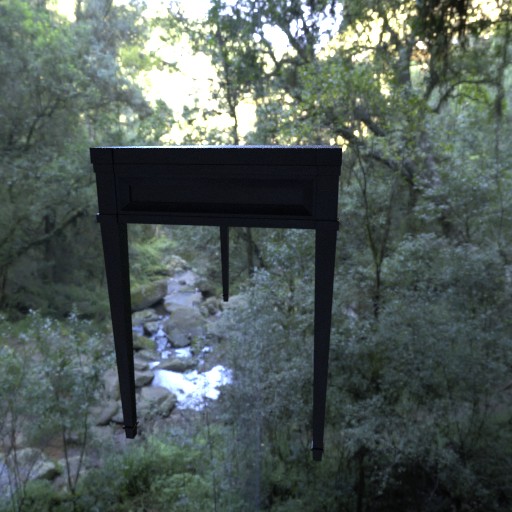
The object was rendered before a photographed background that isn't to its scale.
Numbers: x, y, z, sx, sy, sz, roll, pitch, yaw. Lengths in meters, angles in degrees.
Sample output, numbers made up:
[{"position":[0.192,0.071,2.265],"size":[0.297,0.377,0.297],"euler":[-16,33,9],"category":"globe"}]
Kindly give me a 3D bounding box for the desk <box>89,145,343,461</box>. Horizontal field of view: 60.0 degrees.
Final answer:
[{"position":[0.000,0.000,1.787],"size":[0.630,0.861,1.289],"euler":[2,14,10],"category":"desk"}]
